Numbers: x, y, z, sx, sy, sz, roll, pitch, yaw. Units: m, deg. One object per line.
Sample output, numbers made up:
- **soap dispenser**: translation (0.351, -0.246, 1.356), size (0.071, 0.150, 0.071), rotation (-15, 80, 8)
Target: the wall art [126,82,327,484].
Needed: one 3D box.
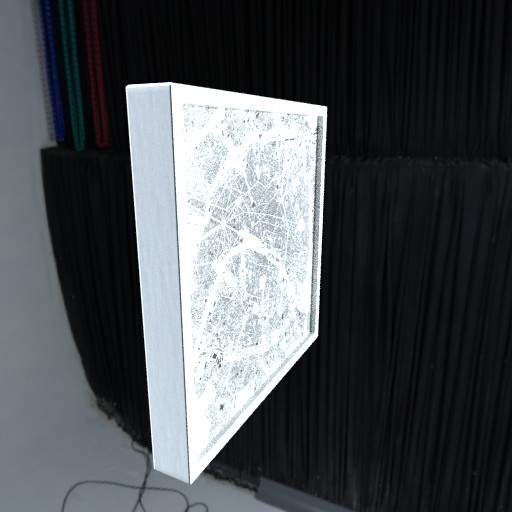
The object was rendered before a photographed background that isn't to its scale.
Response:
- **wall art**: translation (0.000, 0.000, 0.455), size (0.038, 0.305, 0.305), rotation (8, 17, 26)
